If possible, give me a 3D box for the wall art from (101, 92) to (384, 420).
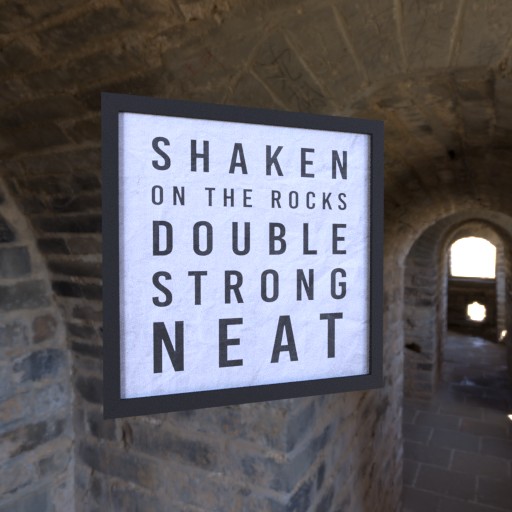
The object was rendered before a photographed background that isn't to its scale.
[{"bbox_3d":[0.000,0.000,0.696,0.456,0.458,0.013,0,1,-18],"label":"wall art"}]
